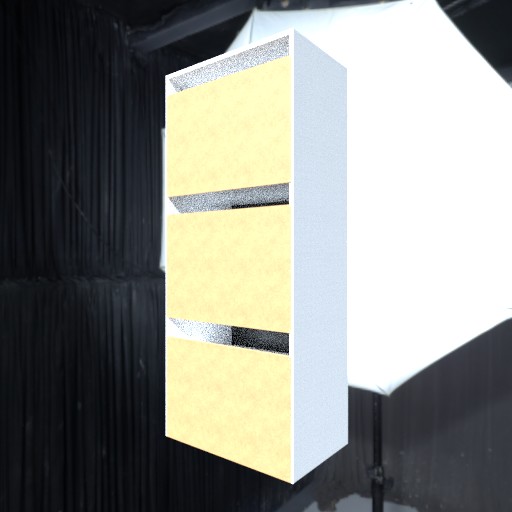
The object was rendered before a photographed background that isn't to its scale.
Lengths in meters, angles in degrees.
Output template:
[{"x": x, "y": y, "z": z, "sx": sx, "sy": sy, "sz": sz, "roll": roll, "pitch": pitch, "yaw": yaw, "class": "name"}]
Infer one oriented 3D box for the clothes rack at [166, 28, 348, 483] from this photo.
[{"x": 0.000, "y": 0.000, "z": 1.436, "sx": 0.500, "sy": 1.187, "sz": 0.330, "roll": 0, "pitch": 0, "yaw": 38, "class": "clothes rack"}]
